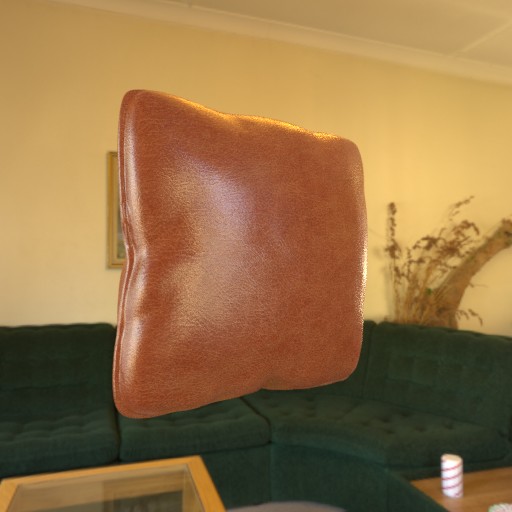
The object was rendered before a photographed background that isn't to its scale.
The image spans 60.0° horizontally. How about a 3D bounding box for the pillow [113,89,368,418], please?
[{"bbox_3d":[0.000,0.000,0.826,0.532,0.523,0.236,1,-2,-35],"label":"pillow"}]
